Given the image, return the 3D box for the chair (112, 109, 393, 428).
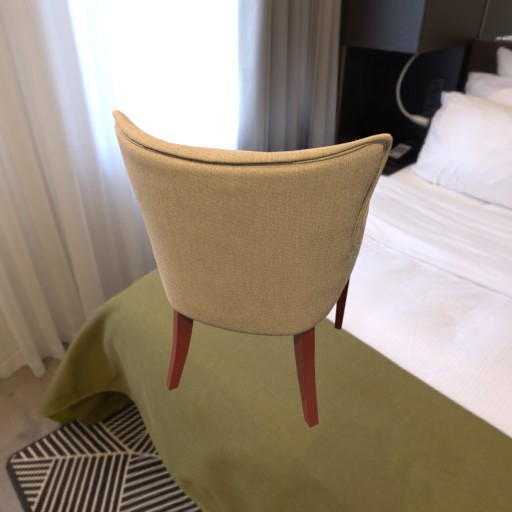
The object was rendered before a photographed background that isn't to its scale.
[{"bbox_3d":[0.000,0.000,1.445,0.732,0.948,0.677,9,33,15],"label":"chair"}]
